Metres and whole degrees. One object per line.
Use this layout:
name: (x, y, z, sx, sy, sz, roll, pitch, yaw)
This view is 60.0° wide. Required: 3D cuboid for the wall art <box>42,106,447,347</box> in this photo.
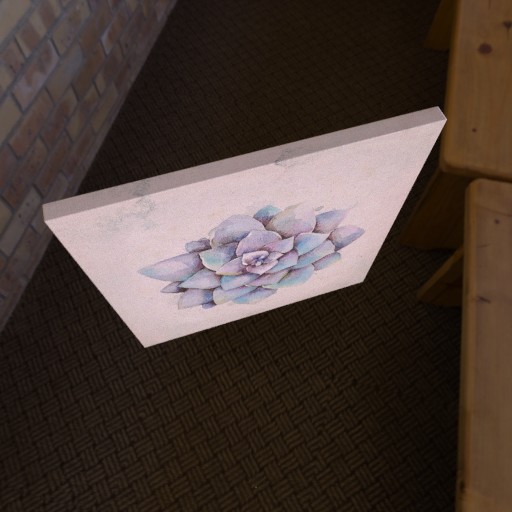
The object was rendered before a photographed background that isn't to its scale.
wall art: (0.000, 0.000, 1.146, 0.762, 0.762, 0.038, -16, 64, -8)
